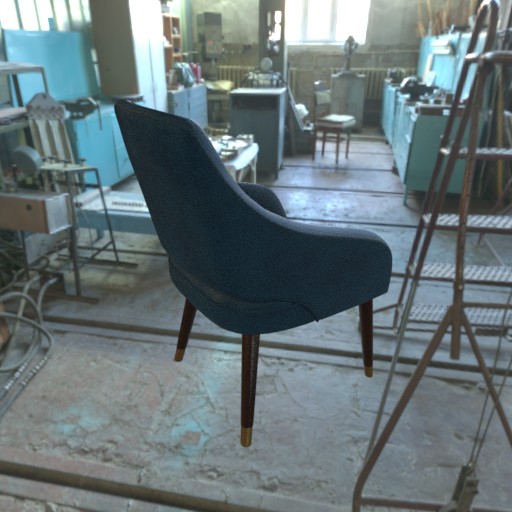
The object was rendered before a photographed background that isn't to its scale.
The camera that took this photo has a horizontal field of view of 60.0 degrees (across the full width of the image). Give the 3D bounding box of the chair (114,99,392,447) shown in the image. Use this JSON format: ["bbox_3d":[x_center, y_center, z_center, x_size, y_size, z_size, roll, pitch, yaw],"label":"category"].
[{"bbox_3d":[0.000,0.000,1.581,0.794,1.081,0.683,-17,31,-30],"label":"chair"}]
